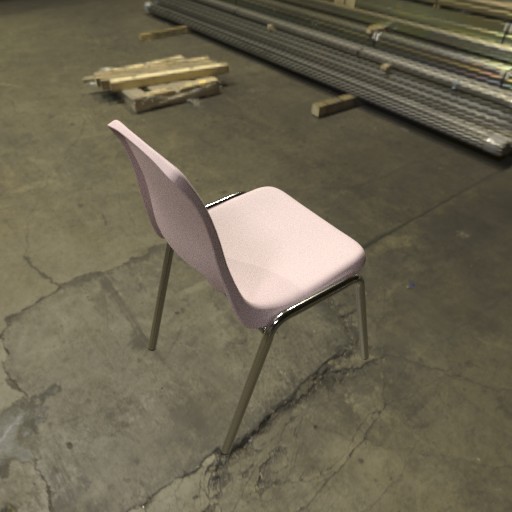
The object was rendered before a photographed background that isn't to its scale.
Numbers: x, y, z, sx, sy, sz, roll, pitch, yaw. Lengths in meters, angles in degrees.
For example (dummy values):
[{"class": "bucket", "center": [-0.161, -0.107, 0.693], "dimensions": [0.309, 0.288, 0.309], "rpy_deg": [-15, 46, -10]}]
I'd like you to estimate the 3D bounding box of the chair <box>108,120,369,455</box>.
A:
[{"class": "chair", "center": [0.000, 0.000, 0.922], "dimensions": [0.436, 0.653, 0.381], "rpy_deg": [-27, 48, -27]}]
